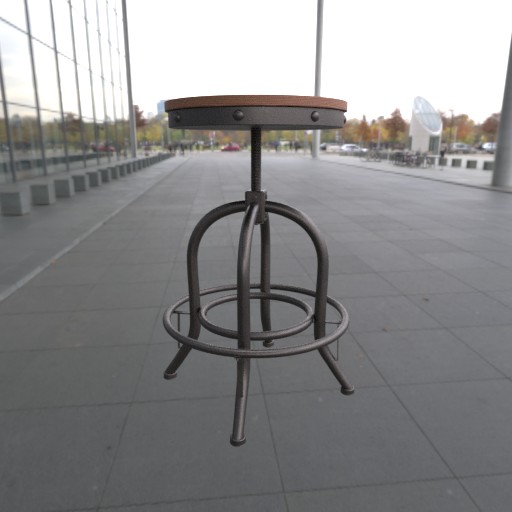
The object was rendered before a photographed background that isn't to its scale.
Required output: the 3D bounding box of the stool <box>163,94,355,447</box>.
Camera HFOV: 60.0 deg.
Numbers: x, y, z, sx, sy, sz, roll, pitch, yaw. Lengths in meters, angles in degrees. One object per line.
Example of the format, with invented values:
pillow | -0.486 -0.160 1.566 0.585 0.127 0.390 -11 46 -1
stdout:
stool | 0.000 0.000 0.934 0.439 0.609 0.439 2 14 9
